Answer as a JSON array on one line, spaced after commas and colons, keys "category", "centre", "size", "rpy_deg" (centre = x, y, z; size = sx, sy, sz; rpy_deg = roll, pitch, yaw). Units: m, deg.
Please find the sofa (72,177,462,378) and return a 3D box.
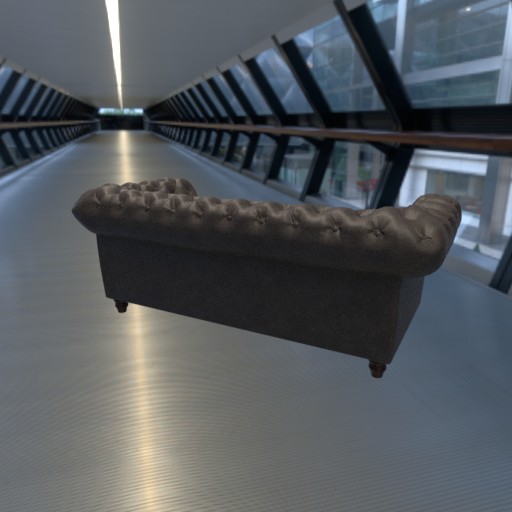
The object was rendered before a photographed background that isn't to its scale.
[{"category": "sofa", "centre": [0.000, 0.000, 2.537], "size": [2.048, 0.779, 0.944], "rpy_deg": [8, 18, 27]}]
